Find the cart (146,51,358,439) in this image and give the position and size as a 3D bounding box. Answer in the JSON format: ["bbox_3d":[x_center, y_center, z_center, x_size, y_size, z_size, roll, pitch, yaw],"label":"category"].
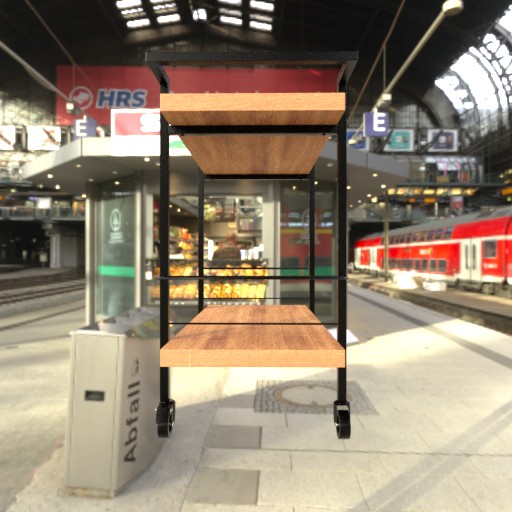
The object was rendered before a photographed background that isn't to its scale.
[{"bbox_3d":[0.000,0.000,1.227,0.406,0.762,0.806,0,0,1],"label":"cart"}]
